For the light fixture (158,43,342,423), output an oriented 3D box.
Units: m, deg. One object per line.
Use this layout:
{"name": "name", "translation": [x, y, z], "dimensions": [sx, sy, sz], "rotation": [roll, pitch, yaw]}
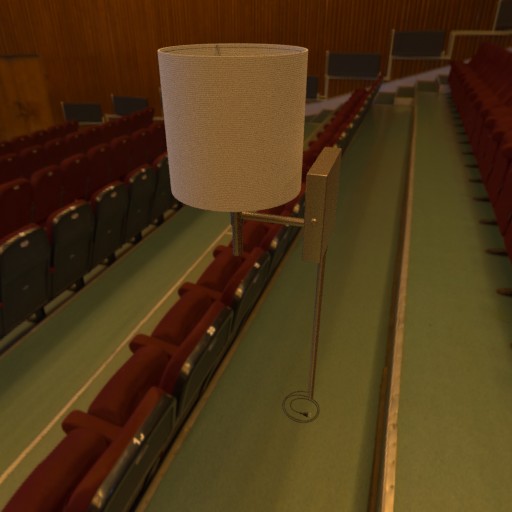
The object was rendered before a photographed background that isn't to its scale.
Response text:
{"name": "light fixture", "translation": [0.000, 0.000, 0.697], "dimensions": [0.248, 0.589, 0.188], "rotation": [9, 31, 15]}
